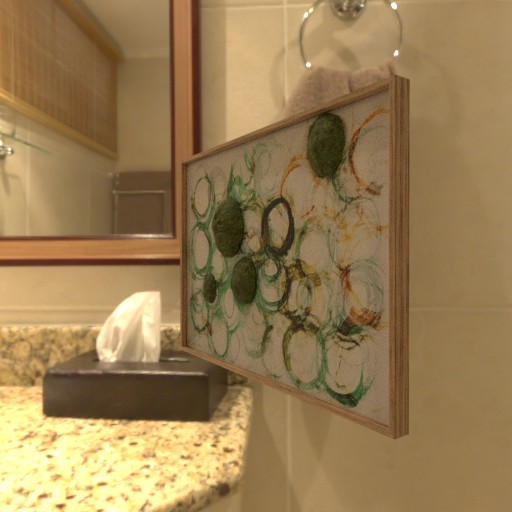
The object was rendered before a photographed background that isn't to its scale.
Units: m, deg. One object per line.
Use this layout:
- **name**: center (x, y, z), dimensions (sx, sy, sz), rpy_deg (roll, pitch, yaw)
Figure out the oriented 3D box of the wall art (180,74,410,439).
- **wall art**: center (0.000, 0.000, 1.091), dimensions (0.063, 0.609, 0.841), rpy_deg (0, 1, -35)
